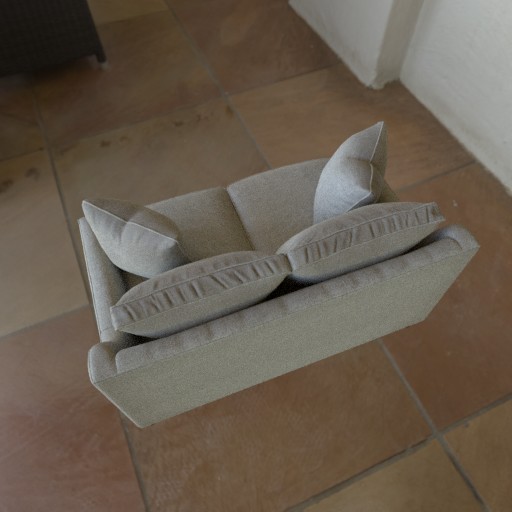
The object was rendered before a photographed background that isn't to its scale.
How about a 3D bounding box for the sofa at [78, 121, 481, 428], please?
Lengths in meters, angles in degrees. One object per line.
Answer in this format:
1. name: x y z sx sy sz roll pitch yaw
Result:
1. sofa: 0.000 0.000 1.977 1.422 0.863 0.915 -18 59 -11
